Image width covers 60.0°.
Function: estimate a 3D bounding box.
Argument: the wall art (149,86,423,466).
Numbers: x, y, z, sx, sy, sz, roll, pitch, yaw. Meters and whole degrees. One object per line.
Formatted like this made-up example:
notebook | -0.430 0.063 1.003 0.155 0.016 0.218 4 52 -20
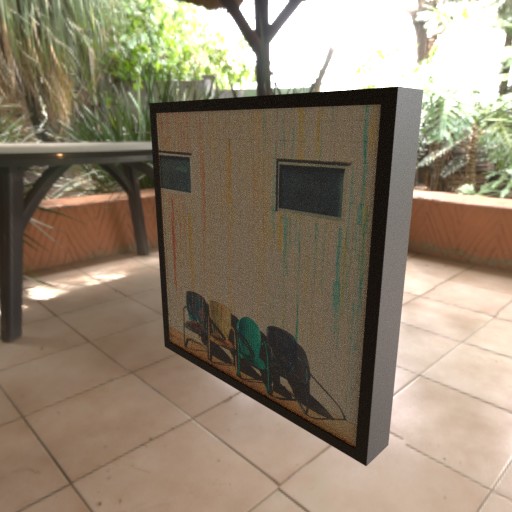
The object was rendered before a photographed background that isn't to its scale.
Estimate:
wall art | 0.000 0.000 0.451 0.038 0.304 0.304 -16 22 -43
